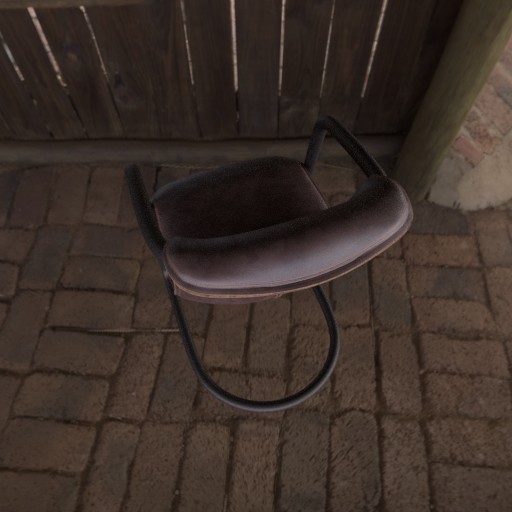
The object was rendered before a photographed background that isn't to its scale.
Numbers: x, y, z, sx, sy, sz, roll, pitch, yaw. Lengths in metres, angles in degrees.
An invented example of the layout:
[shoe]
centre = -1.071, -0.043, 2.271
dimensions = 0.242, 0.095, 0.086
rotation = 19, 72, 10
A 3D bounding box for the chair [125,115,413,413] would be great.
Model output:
[chair]
centre = 0.000, 0.000, 1.225
dimensions = 0.536, 0.836, 0.664
rotation = -17, 59, -11
